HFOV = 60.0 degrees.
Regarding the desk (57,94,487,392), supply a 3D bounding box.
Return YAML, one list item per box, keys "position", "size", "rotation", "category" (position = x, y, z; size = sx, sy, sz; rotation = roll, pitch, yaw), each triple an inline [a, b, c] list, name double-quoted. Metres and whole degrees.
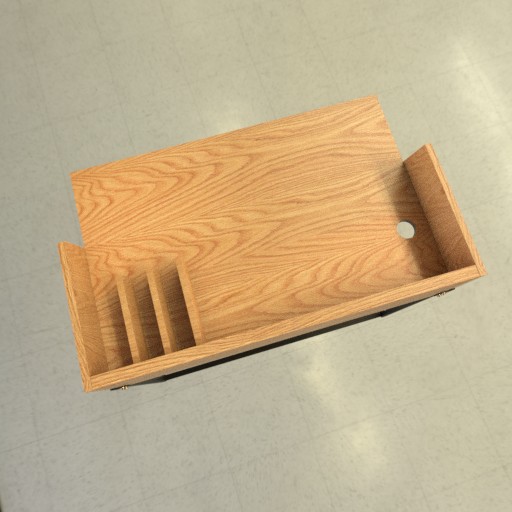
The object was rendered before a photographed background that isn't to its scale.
- position: [0.000, 0.000, 1.854]
  size: [1.191, 1.061, 0.769]
  rotation: [-16, 76, -4]
  category: "desk"
